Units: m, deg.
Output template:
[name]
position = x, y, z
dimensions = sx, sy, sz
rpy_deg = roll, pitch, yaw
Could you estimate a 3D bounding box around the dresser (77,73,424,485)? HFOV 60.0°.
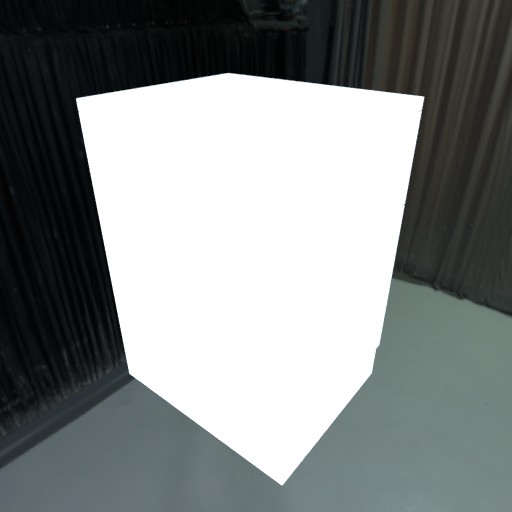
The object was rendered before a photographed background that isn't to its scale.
[dresser]
position = 0.000, 0.000, 0.814
dimensions = 0.400, 0.560, 0.360
rpy_deg = 22, 37, 33
